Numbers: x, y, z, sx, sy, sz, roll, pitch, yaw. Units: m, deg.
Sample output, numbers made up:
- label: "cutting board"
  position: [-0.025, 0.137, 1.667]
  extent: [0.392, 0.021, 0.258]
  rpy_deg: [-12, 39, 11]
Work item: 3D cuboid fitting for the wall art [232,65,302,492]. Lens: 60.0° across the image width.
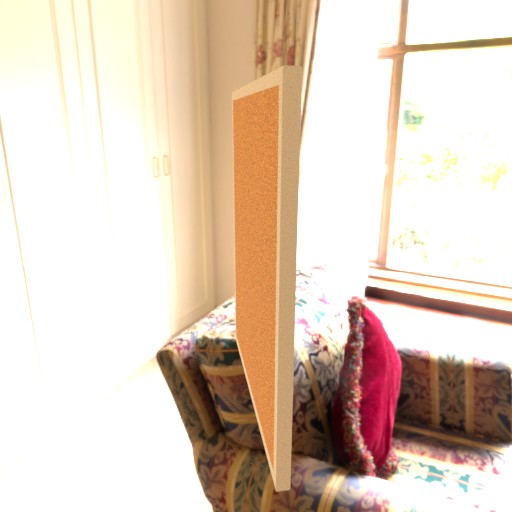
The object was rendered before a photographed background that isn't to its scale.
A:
- label: "wall art"
  position: [0.000, 0.000, 0.735]
  extent: [0.020, 0.536, 0.444]
  rpy_deg: [-3, 17, -9]
